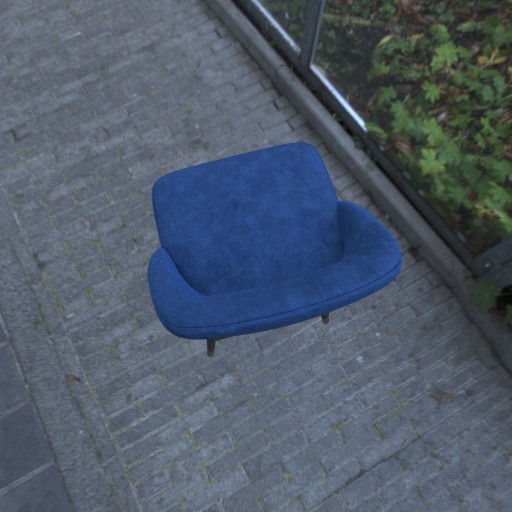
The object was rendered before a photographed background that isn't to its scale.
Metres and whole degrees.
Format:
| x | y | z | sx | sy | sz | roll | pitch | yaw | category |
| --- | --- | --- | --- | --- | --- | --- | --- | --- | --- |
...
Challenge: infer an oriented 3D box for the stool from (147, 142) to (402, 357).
| x | y | z | sx | sy | sz | roll | pitch | yaw | category |
| --- | --- | --- | --- | --- | --- | --- | --- | --- | --- |
| 0.000 | 0.000 | 1.245 | 0.536 | 0.925 | 0.524 | -15 | 73 | -5 | stool |
